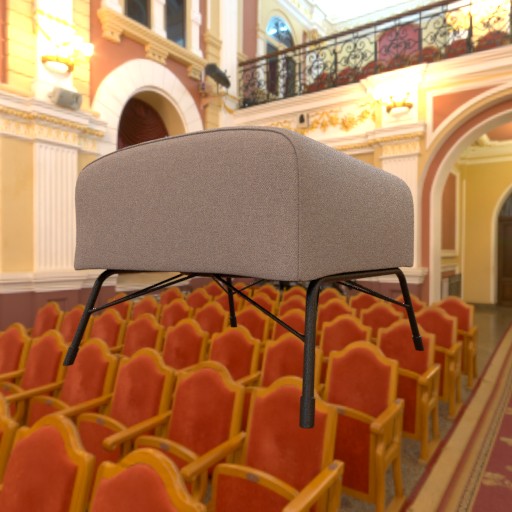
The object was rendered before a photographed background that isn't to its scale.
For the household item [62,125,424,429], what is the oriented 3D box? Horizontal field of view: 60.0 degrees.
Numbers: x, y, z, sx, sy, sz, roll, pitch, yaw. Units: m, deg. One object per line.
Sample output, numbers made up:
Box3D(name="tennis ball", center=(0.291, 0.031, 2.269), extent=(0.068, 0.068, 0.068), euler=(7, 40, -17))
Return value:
Box3D(name="household item", center=(0.000, 0.000, 0.899), extent=(0.530, 0.410, 0.530), euler=(0, 1, 35))
